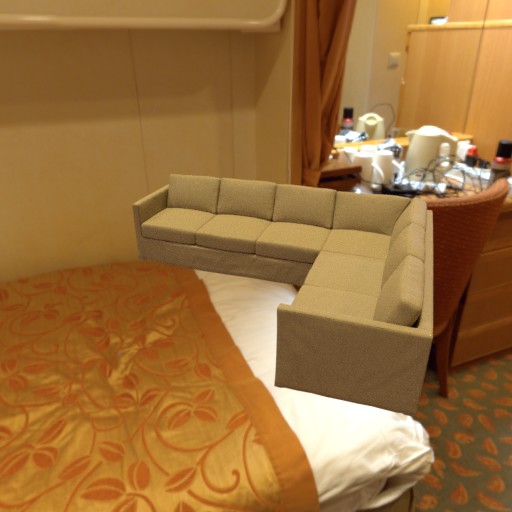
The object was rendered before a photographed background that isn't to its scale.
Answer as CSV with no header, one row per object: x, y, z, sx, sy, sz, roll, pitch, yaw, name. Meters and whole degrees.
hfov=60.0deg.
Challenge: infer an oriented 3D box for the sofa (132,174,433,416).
0.000,0.000,4.326,3.182,0.871,2.432,9,27,18,sofa
